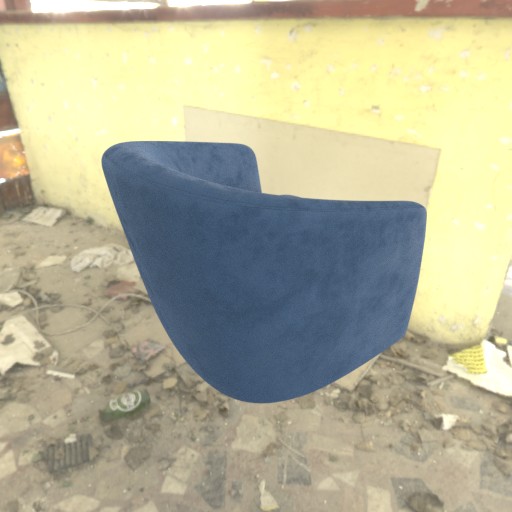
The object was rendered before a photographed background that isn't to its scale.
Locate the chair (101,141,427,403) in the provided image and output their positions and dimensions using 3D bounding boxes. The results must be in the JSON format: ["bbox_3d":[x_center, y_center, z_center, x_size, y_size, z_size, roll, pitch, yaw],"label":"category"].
[{"bbox_3d":[0.000,0.000,1.325,0.767,0.698,0.773,-18,32,-31],"label":"chair"}]
